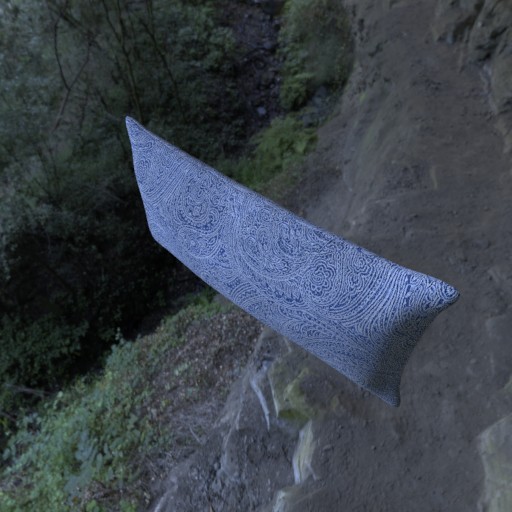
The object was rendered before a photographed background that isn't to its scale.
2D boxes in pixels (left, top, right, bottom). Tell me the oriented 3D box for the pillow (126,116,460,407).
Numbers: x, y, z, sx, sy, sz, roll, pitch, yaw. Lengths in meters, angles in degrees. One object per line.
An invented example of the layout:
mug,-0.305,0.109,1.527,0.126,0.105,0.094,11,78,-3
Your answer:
pillow,0.000,0.000,0.747,0.615,0.295,0.151,32,54,27
